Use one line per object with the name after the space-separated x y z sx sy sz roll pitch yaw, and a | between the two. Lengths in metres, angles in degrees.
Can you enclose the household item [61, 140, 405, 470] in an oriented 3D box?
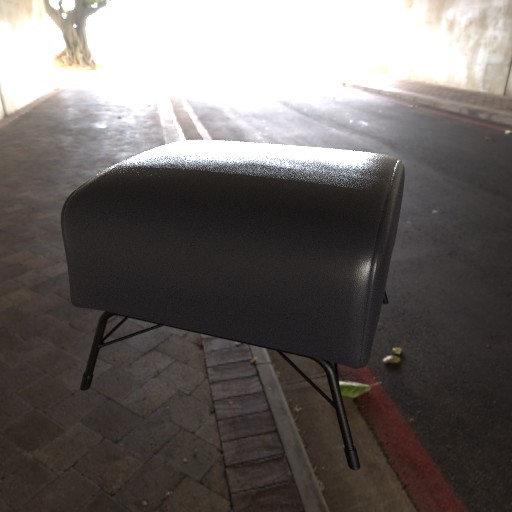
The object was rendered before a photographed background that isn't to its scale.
0.000 0.000 0.898 0.530 0.410 0.530 9 27 18 | household item
